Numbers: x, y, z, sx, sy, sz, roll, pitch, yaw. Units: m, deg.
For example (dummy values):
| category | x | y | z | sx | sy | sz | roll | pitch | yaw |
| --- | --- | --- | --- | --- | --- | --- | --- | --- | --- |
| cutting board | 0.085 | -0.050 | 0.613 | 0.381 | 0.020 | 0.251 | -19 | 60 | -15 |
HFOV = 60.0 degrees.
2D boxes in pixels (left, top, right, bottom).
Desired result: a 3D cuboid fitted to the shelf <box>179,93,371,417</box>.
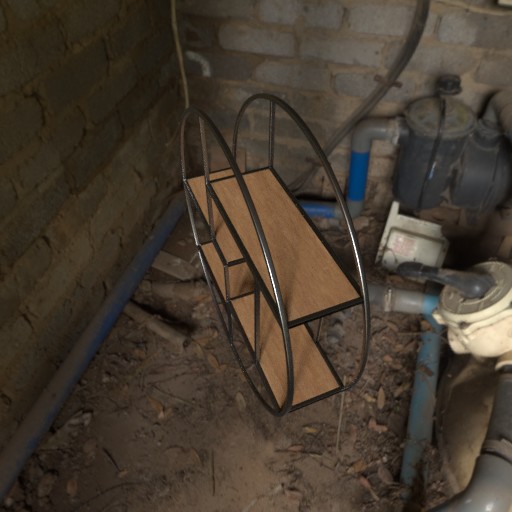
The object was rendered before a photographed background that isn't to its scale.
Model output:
| category | x | y | z | sx | sy | sz | roll | pitch | yaw |
| --- | --- | --- | --- | --- | --- | --- | --- | --- | --- |
| shelf | 0.000 | 0.000 | 1.316 | 0.202 | 0.888 | 0.888 | -17 | 49 | -15 |
